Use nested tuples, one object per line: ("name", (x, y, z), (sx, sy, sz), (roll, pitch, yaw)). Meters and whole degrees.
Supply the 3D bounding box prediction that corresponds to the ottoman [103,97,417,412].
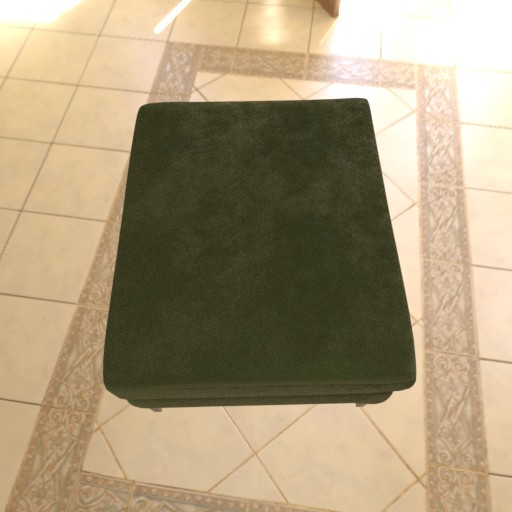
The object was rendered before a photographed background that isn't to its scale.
("ottoman", (0.000, 0.000, 1.318), (0.701, 0.538, 0.839), (-1, 64, -1))
